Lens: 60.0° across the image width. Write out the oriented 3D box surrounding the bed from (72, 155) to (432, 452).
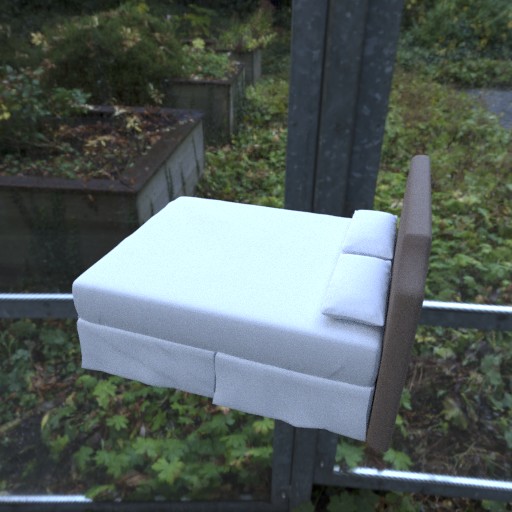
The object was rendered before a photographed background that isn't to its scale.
[{"bbox_3d":[0.000,0.000,3.129,2.116,1.290,1.693,10,31,16],"label":"bed"}]
